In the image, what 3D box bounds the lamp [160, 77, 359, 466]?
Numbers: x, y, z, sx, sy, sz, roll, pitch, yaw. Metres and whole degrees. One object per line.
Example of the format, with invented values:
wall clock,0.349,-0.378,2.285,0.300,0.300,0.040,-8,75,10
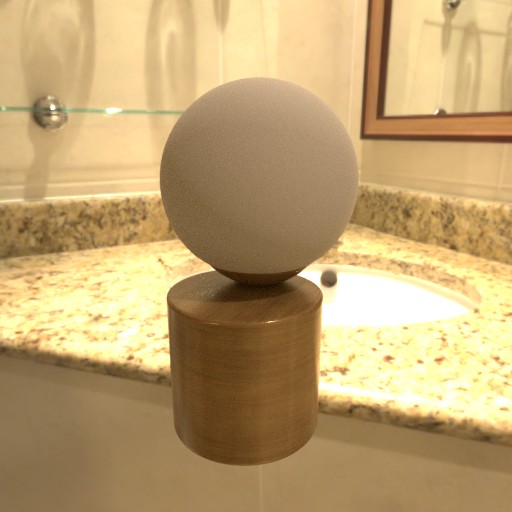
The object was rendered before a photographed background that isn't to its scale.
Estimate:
lamp,0.000,0.000,0.332,0.141,0.250,0.152,7,18,24
